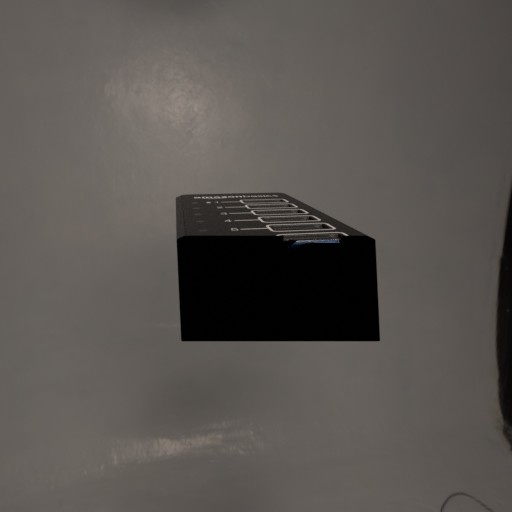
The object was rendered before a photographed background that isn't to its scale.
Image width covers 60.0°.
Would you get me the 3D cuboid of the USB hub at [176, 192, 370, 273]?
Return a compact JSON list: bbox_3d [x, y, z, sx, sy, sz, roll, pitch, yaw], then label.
[{"bbox_3d":[0.000,0.000,0.127,0.044,0.023,0.110,-3,15,-10],"label":"USB hub"}]
